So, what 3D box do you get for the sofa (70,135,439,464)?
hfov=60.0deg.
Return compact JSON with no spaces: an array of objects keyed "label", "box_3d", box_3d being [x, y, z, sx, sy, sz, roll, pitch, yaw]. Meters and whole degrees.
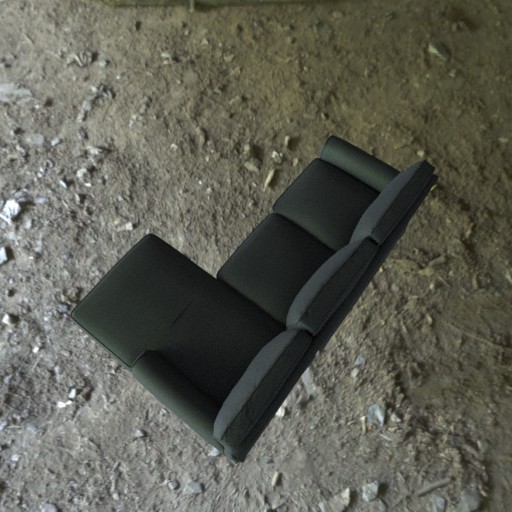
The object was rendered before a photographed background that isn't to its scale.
[{"label":"sofa","box_3d":[0.000,0.000,3.437,1.637,1.039,2.518,35,70,14]}]
